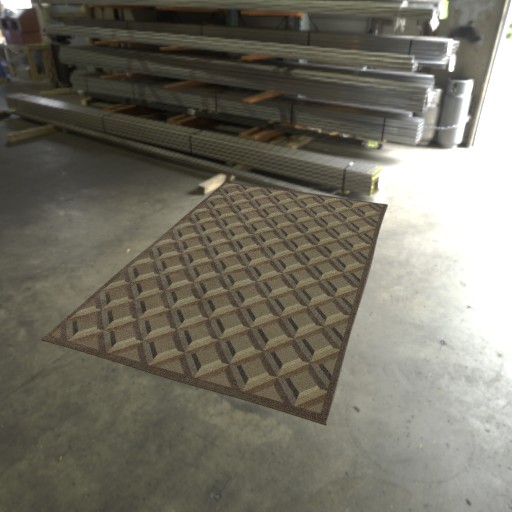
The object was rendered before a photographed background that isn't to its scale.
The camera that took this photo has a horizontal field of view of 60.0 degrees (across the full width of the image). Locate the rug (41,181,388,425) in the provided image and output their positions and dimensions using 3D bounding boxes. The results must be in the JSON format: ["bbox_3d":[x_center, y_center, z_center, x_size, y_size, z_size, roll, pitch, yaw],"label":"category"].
[{"bbox_3d":[0.000,0.000,2.134,1.066,0.011,1.677,11,32,17],"label":"rug"}]
